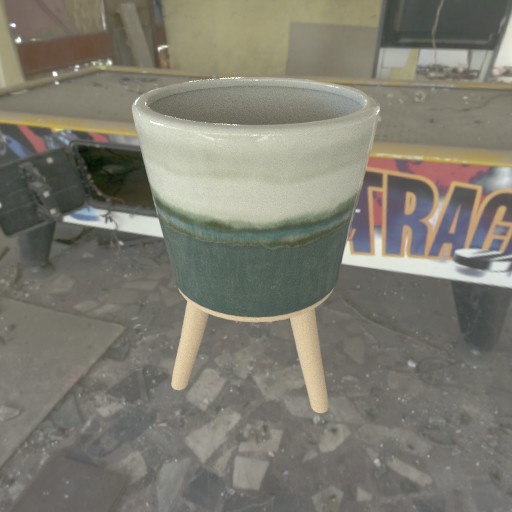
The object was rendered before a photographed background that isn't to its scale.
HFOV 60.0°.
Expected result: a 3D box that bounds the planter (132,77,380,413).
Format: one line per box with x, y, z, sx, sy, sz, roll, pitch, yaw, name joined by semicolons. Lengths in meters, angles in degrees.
0.000;0.000;0.480;0.217;0.331;0.217;-20;36;-30;planter
